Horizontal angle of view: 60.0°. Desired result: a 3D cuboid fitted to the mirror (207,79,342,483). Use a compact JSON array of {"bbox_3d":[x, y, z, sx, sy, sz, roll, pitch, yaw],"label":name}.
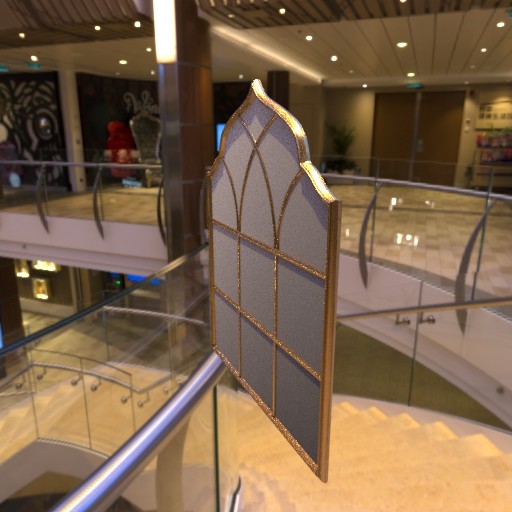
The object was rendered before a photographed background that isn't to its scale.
[{"bbox_3d":[0.000,0.000,0.854,0.018,0.635,0.513,-7,17,-25],"label":"mirror"}]
